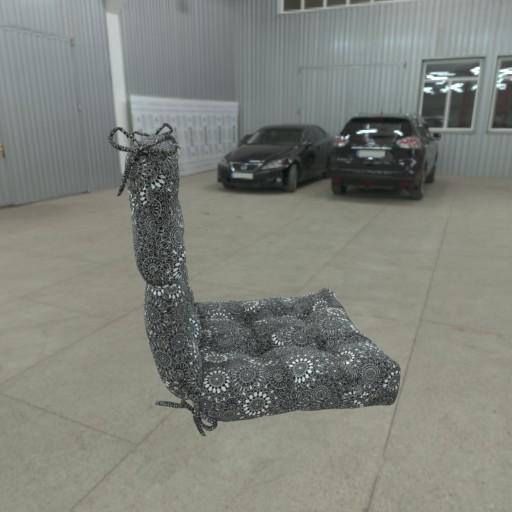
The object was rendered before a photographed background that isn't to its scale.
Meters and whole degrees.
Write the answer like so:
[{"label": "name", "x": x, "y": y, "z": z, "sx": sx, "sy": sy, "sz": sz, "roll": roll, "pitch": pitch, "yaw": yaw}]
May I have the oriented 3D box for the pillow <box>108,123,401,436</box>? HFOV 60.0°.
[{"label": "pillow", "x": 0.000, "y": 0.000, "z": 1.056, "sx": 0.571, "sy": 0.605, "sz": 0.519, "roll": -3, "pitch": 17, "yaw": -10}]
